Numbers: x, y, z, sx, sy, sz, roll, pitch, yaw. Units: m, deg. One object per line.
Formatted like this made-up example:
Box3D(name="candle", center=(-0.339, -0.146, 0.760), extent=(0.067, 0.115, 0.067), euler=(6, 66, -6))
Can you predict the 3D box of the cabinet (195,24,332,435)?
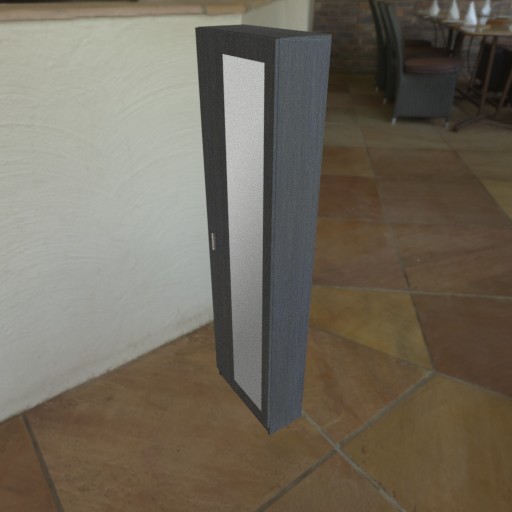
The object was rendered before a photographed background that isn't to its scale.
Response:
Box3D(name="cabinet", center=(0.000, 0.000, 1.967), extent=(0.230, 1.790, 0.500), euler=(-20, 36, -29))
